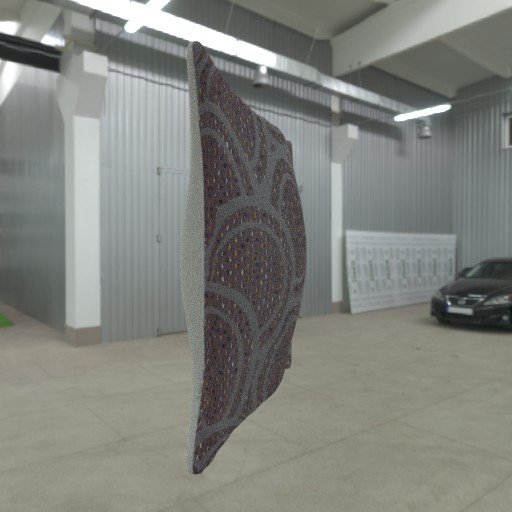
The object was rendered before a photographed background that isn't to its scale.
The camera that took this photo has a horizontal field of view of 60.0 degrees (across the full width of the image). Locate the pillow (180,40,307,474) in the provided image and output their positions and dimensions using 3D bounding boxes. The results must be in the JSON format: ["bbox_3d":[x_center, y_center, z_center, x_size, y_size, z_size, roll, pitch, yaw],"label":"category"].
[{"bbox_3d":[0.000,0.000,0.760,0.163,0.513,0.514,0,1,16],"label":"pillow"}]
